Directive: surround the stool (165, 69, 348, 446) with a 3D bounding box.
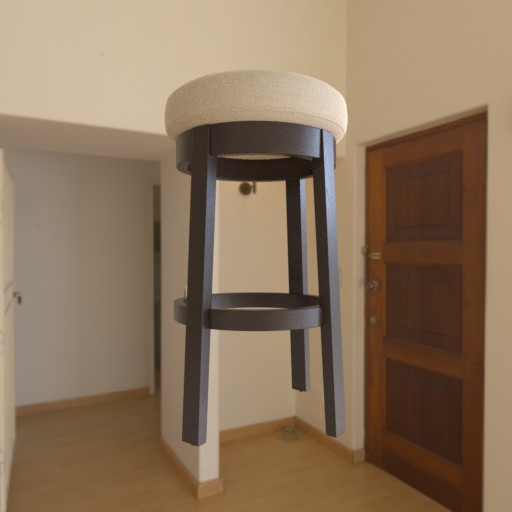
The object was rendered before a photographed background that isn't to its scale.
[{"bbox_3d":[0.000,0.000,1.062,0.446,0.758,0.446,0,1,0],"label":"stool"}]
